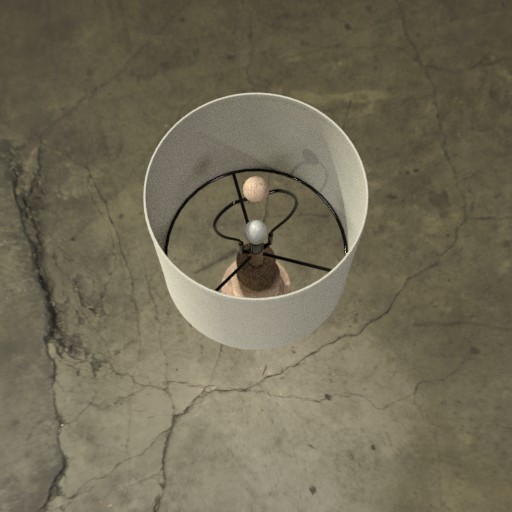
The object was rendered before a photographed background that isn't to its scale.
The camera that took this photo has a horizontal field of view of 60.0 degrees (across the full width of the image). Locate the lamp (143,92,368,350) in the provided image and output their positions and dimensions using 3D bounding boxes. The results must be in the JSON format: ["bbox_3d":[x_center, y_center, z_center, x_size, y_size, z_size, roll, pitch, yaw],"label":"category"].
[{"bbox_3d":[0.000,0.000,0.655,0.273,0.497,0.273,0,74,0],"label":"lamp"}]
